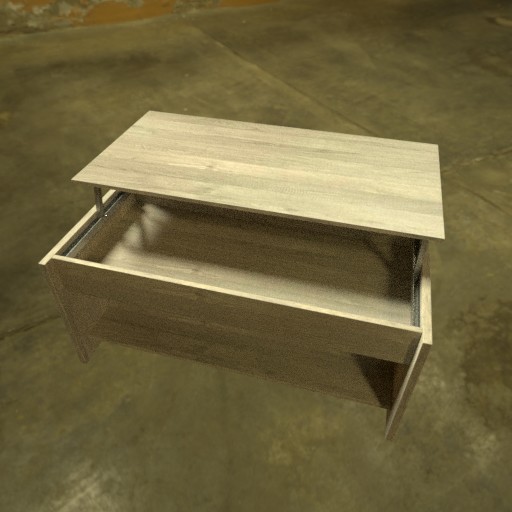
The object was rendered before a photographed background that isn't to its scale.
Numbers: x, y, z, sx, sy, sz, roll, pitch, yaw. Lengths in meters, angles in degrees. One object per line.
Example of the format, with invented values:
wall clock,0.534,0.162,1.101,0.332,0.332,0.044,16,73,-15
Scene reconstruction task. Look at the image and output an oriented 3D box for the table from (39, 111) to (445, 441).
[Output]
table,0.000,0.000,1.431,1.000,0.570,0.712,10,42,12
